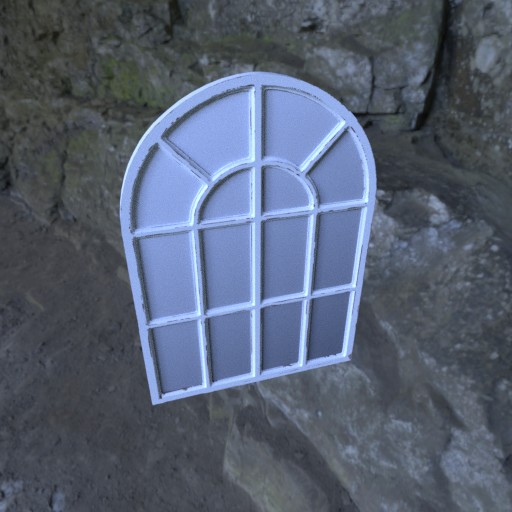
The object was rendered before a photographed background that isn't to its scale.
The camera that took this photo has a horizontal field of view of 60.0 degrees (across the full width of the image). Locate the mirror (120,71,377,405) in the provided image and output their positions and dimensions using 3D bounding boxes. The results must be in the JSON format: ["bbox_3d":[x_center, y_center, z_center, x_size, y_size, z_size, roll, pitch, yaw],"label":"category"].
[{"bbox_3d":[0.000,0.000,1.188,0.660,0.920,0.032,-9,33,-14],"label":"mirror"}]
